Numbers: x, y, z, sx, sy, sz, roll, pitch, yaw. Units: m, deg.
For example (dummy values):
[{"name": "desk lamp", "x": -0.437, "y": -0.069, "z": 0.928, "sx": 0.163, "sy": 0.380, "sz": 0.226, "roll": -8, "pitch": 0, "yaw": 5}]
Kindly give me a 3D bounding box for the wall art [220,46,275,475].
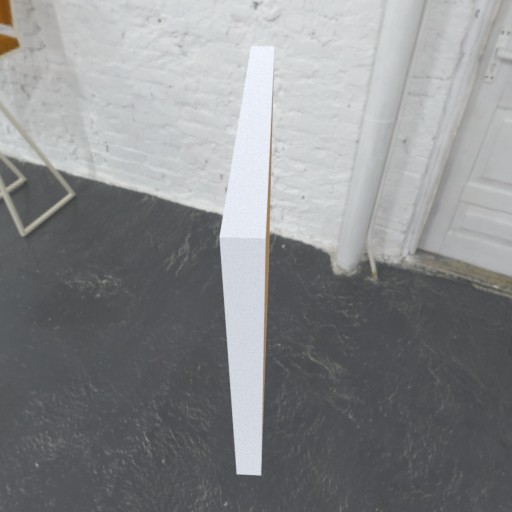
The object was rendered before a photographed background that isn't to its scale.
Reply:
[{"name": "wall art", "x": 0.000, "y": 0.000, "z": 0.743, "sx": 0.040, "sy": 0.509, "sz": 0.509, "roll": 2, "pitch": 43, "yaw": 2}]
